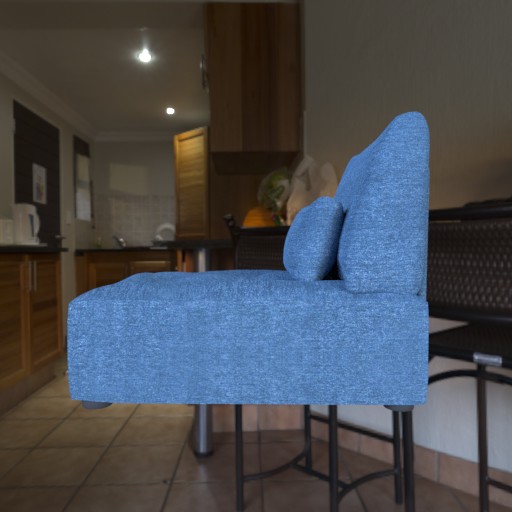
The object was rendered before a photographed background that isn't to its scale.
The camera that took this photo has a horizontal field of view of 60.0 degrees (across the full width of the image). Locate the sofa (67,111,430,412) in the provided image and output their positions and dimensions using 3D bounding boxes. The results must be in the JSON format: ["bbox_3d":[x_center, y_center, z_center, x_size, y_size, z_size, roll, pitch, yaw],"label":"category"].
[{"bbox_3d":[0.000,0.000,1.525,1.000,0.820,0.700,0,1,1],"label":"sofa"}]
